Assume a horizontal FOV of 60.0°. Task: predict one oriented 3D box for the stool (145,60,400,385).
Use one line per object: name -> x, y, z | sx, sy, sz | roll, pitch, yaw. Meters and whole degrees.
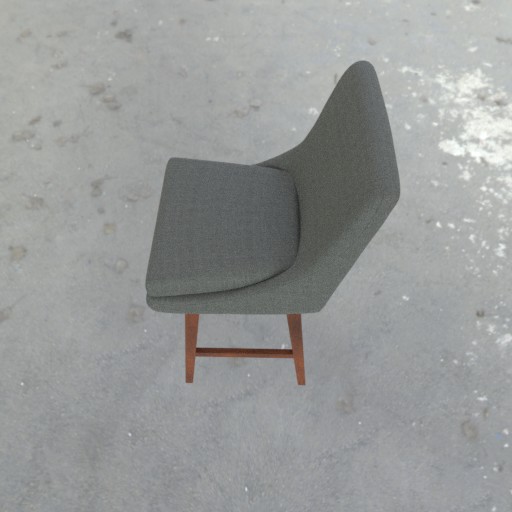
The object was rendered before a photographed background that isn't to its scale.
stool -> 0.000, 0.000, 1.257 | 0.524, 0.977, 0.447 | 1, 56, 1
